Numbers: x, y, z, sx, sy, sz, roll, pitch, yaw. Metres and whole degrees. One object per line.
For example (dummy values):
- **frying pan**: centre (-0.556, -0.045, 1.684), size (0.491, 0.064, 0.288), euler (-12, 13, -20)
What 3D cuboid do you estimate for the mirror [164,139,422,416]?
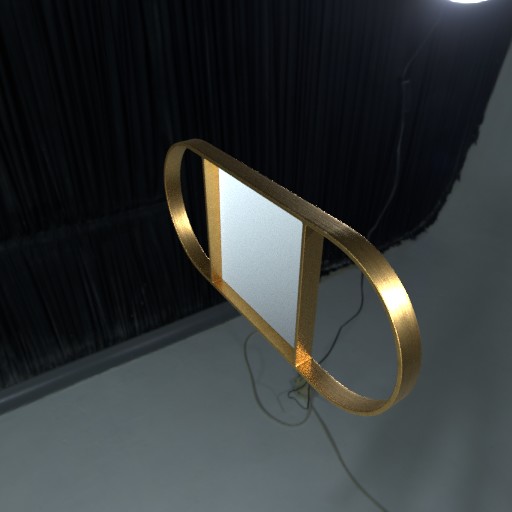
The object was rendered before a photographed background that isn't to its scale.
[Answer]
- **mirror**: centre (0.000, 0.000, 0.676), size (0.032, 0.254, 0.584), euler (-21, 40, -28)
